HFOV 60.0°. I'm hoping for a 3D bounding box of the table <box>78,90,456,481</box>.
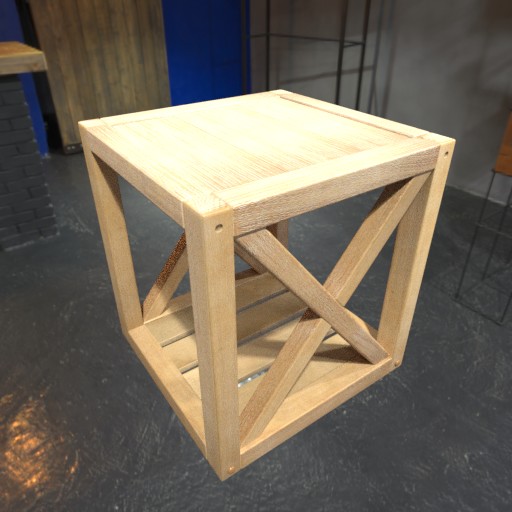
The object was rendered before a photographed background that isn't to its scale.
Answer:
[{"bbox_3d":[0.000,0.000,1.066,0.559,0.610,0.558,-21,38,-29],"label":"table"}]
